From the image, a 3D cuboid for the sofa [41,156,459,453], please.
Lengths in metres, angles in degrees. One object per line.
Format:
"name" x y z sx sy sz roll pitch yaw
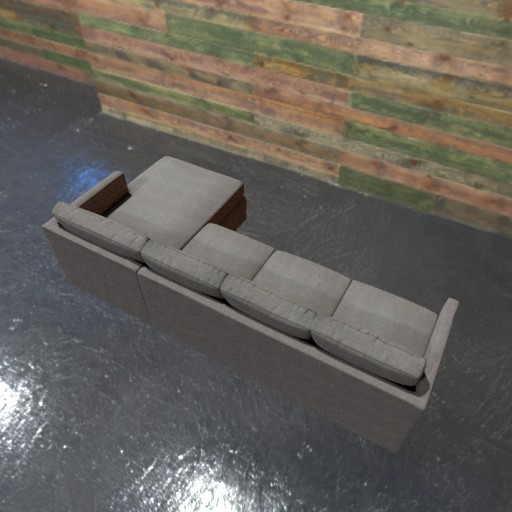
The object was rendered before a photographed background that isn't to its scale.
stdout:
"sofa" 0.000 0.000 3.791 3.205 0.922 1.650 22 50 20
